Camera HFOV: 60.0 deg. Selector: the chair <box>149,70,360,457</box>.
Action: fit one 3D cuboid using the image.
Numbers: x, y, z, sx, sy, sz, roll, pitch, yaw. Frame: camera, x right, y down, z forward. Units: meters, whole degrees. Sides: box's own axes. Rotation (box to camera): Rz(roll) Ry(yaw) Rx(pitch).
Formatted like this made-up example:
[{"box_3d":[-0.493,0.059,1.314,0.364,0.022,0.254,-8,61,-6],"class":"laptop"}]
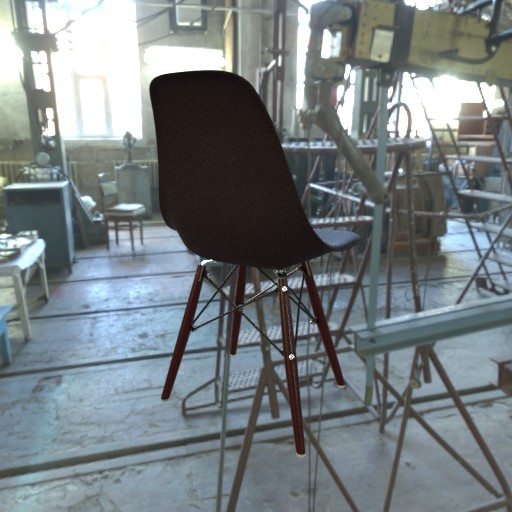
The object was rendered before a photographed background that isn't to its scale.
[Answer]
[{"box_3d":[0.000,0.000,1.140,0.470,0.826,0.533,8,17,28],"class":"chair"}]
